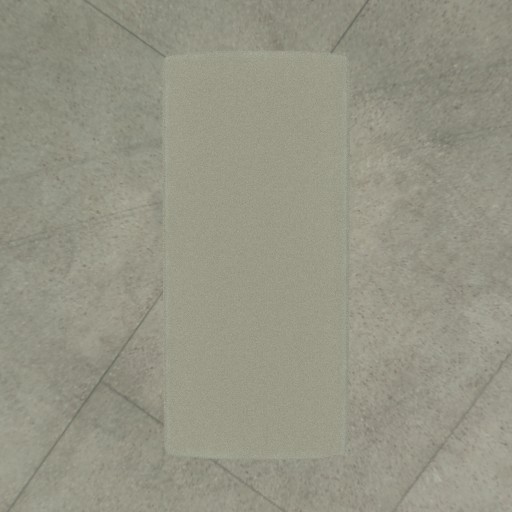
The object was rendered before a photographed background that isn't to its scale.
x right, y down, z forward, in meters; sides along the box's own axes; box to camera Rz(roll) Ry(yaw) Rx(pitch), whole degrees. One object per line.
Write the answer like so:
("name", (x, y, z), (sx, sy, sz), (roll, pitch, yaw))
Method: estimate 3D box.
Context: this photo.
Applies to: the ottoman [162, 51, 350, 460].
("ottoman", (0.000, 0.000, 1.677), (0.665, 0.457, 1.388), (0, 91, 1))
